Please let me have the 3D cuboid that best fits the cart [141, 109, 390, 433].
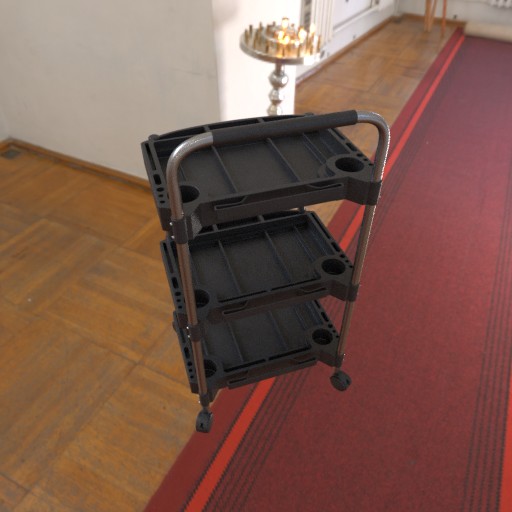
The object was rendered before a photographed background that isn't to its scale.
[{"bbox_3d":[0.000,0.000,1.401,0.584,1.075,0.518,-12,43,-14],"label":"cart"}]
